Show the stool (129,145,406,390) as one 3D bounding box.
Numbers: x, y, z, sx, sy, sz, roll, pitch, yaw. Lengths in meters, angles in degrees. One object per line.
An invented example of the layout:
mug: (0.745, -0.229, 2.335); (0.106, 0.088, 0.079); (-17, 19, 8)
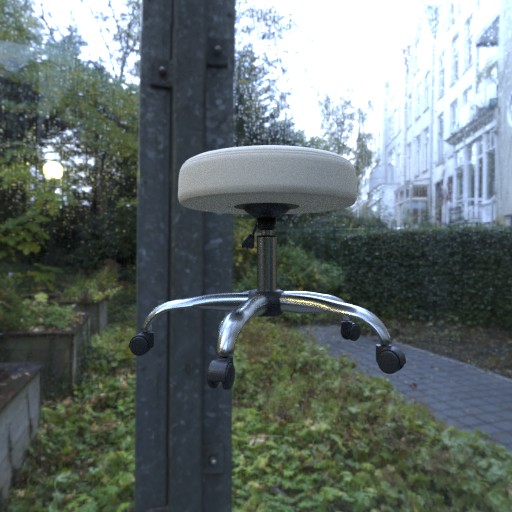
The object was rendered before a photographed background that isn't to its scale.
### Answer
stool: (0.000, 0.000, 1.090); (0.614, 0.482, 0.634); (0, 0, -1)
